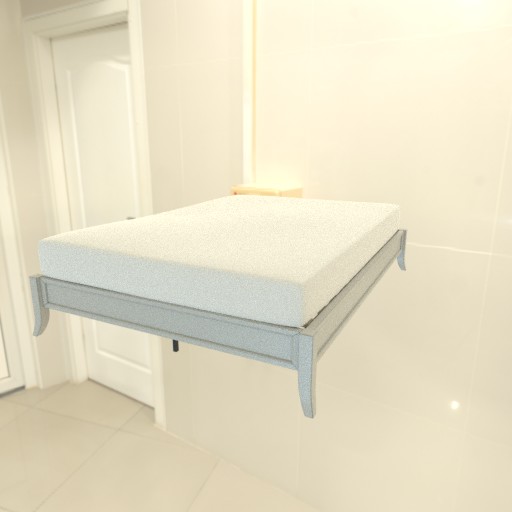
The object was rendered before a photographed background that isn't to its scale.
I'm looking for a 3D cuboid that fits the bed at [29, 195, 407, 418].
[{"bbox_3d":[0.000,0.000,2.648,1.460,0.510,1.985,8,17,26],"label":"bed"}]
